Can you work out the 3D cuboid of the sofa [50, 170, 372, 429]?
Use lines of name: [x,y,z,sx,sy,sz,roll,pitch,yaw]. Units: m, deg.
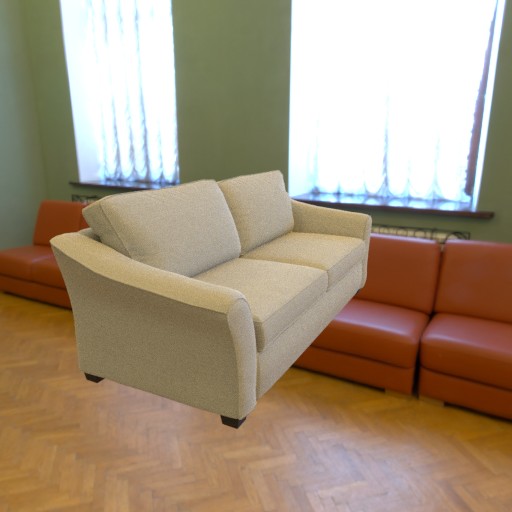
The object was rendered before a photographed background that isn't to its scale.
sofa: [0.000,0.000,2.822,0.980,0.965,2.270,8,17,27]
